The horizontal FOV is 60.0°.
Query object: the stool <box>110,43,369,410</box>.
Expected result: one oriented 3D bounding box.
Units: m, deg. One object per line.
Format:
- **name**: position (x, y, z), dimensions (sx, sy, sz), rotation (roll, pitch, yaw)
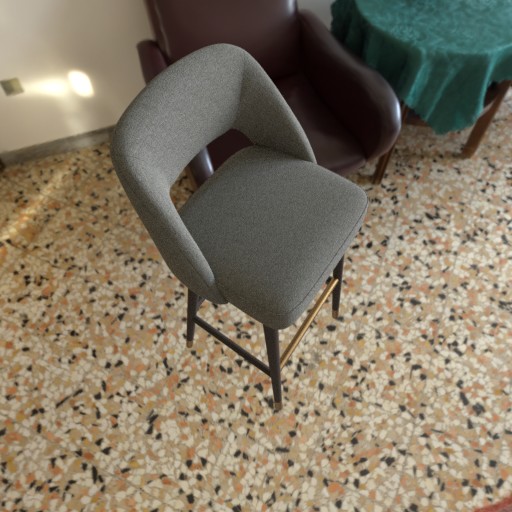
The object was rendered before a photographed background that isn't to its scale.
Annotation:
- **stool**: position (0.000, 0.000, 1.357), dimensions (0.524, 1.089, 0.536), rotation (30, 63, 17)
